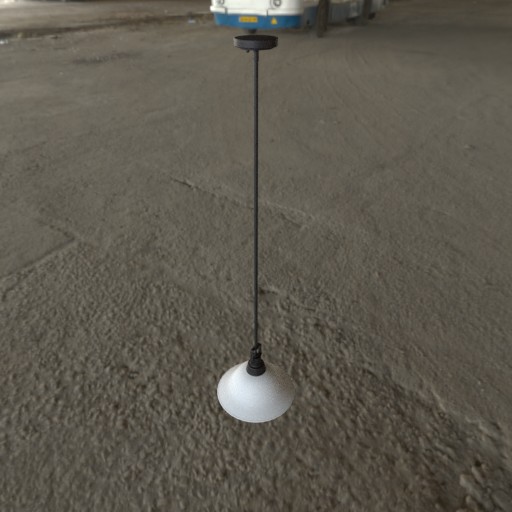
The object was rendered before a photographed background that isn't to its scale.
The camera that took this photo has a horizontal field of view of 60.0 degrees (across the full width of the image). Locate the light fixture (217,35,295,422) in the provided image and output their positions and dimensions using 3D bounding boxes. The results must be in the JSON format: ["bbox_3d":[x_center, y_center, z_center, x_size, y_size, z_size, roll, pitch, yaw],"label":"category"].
[{"bbox_3d":[0.000,0.000,1.503,0.324,1.337,0.324,21,38,30],"label":"light fixture"}]
